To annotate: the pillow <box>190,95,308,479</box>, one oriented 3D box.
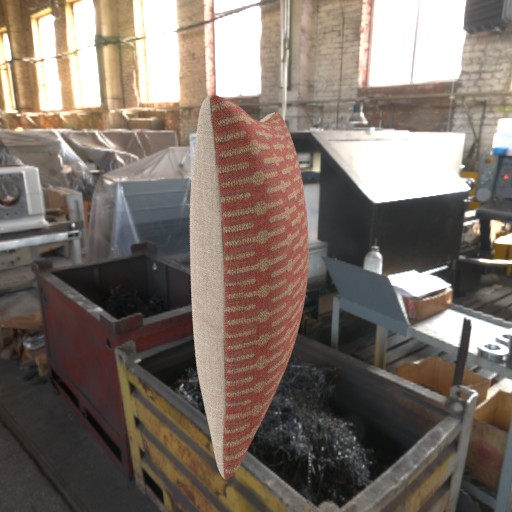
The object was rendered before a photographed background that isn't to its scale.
[{"bbox_3d":[0.000,0.000,0.783,0.182,0.503,0.511,3,16,10],"label":"pillow"}]
